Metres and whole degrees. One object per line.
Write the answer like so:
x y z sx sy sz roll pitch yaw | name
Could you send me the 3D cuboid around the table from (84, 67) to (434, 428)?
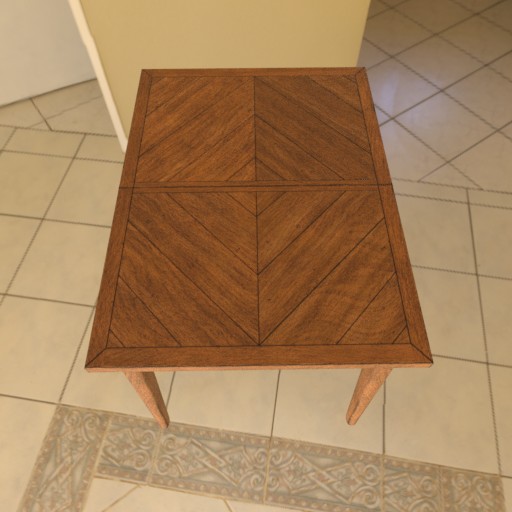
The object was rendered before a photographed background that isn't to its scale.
0.000 0.000 1.551 0.757 0.760 1.027 -1 58 0 | table
